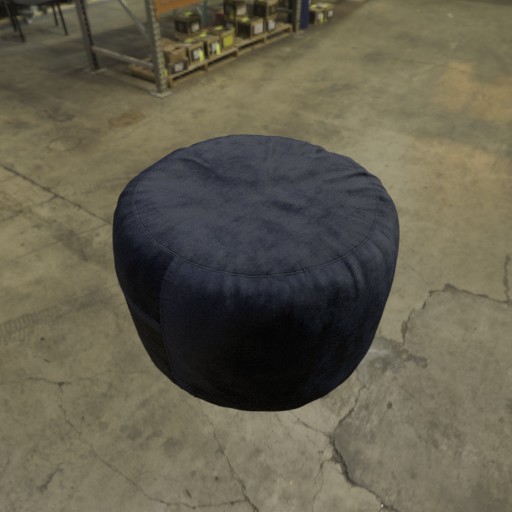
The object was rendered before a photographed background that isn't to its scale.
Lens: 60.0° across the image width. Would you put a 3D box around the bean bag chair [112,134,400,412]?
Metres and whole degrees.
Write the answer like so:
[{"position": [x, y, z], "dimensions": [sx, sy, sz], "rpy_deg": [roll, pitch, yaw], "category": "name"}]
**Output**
[{"position": [0.000, 0.000, 2.038], "dimensions": [1.219, 0.762, 1.219], "rpy_deg": [0, 42, 0], "category": "bean bag chair"}]
